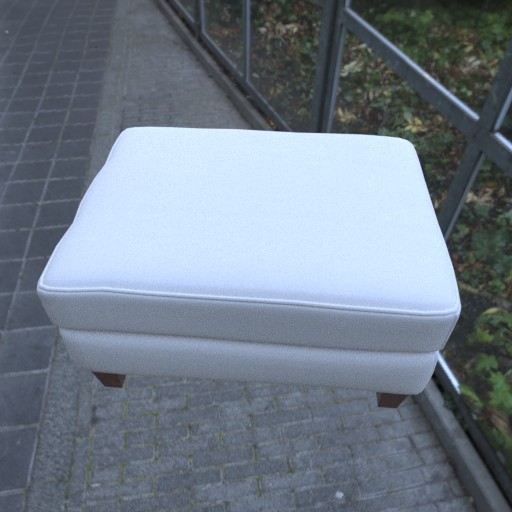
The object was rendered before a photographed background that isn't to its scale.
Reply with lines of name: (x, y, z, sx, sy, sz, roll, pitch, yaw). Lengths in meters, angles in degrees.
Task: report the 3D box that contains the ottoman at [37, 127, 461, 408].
ottoman: (0.000, 0.000, 1.152, 0.818, 0.479, 0.634, 3, 46, 3)
